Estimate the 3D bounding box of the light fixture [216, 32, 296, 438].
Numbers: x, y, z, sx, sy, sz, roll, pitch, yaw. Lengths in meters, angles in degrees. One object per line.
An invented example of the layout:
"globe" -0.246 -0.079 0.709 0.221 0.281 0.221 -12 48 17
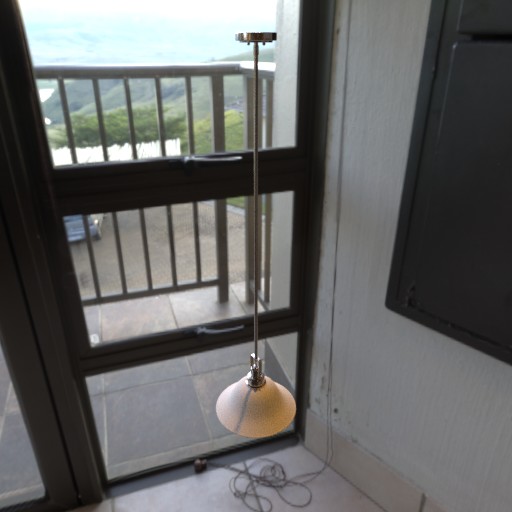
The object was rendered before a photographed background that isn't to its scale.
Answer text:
"light fixture" 0.000 0.000 1.504 0.324 1.354 0.324 -18 31 -32
